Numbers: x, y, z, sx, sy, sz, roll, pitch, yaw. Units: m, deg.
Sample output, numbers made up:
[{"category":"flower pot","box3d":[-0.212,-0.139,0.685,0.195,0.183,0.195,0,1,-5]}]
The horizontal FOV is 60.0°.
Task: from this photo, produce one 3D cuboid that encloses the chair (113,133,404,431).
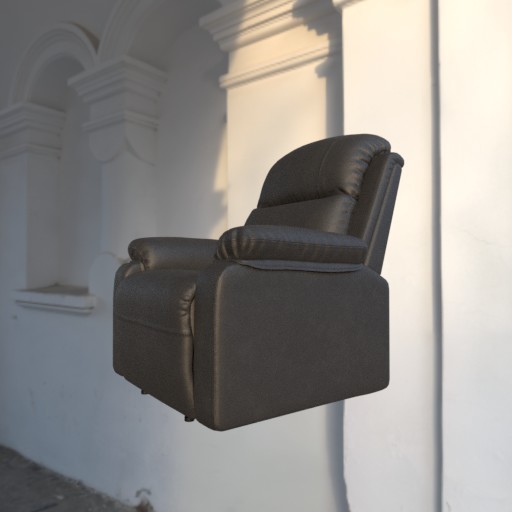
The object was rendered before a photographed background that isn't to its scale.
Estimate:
[{"category":"chair","box3d":[0.000,0.000,1.682,0.919,0.992,0.855,1,-1,-36]}]
